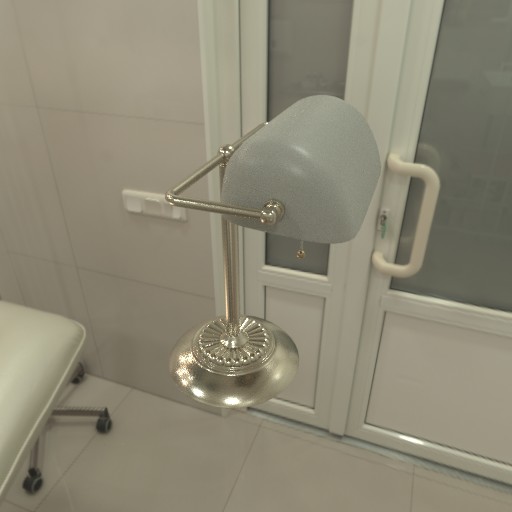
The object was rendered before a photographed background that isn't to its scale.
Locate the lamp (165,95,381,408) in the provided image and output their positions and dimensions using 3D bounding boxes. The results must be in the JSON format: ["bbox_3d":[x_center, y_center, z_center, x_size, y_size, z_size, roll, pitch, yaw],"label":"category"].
[{"bbox_3d":[0.000,0.000,0.518,0.243,0.339,0.264,11,33,17],"label":"lamp"}]
